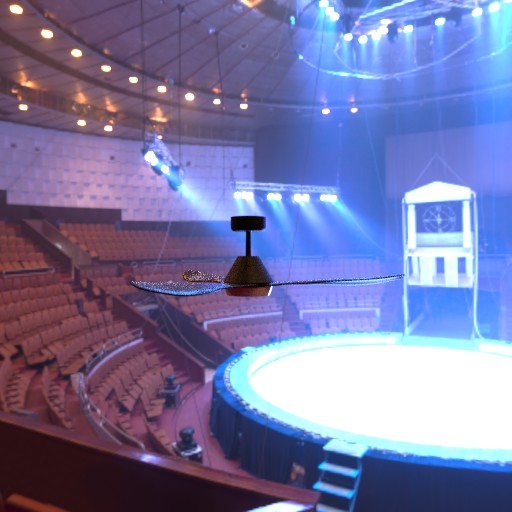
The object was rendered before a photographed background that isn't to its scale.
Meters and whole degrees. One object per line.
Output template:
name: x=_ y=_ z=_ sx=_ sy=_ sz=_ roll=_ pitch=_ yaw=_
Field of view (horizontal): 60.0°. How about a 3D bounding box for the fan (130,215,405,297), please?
fan: x=0.000 y=0.000 z=1.630 sx=1.067 sy=0.305 sz=1.067 roll=0 pitch=0 yaw=16
